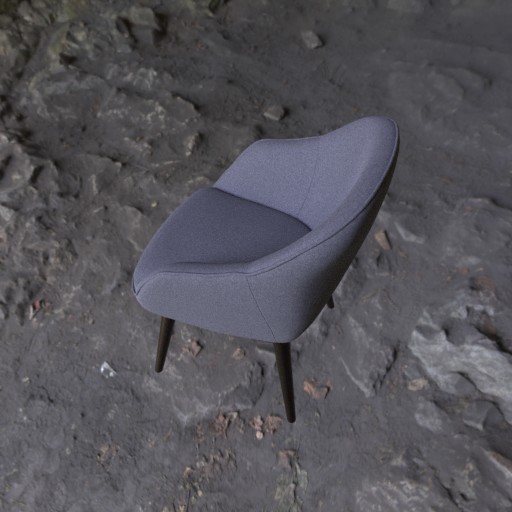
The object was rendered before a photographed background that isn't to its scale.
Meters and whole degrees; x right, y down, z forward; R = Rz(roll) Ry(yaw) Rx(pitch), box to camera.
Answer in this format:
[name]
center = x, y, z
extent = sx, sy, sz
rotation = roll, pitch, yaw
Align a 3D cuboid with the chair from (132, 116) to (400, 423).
[chair]
center = 0.000, 0.000, 1.248
extent = 0.611, 0.810, 0.589
rotation = 16, 48, 15
